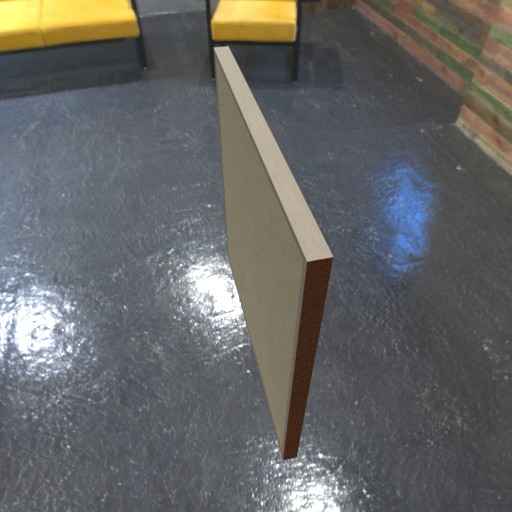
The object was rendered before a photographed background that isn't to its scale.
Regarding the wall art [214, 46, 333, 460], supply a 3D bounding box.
[{"bbox_3d":[0.000,0.000,1.140,0.038,0.758,0.761,-10,47,-9],"label":"wall art"}]
